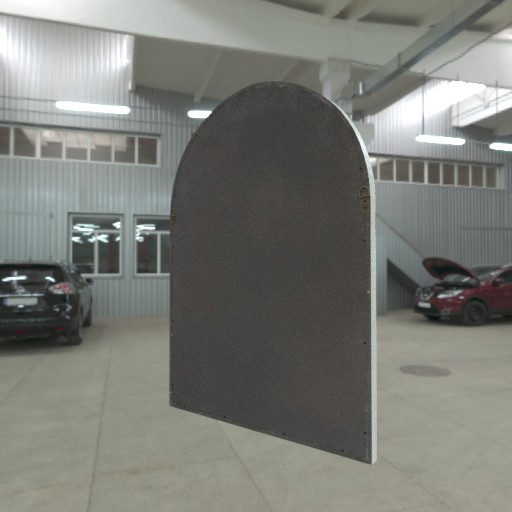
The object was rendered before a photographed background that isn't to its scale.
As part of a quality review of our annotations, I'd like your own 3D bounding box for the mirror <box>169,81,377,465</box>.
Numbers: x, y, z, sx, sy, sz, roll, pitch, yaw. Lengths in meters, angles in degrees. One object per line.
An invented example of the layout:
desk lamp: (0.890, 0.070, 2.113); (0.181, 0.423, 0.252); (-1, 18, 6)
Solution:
mirror: (0.000, 0.000, 1.188); (0.660, 0.920, 0.032); (-1, -2, 38)
